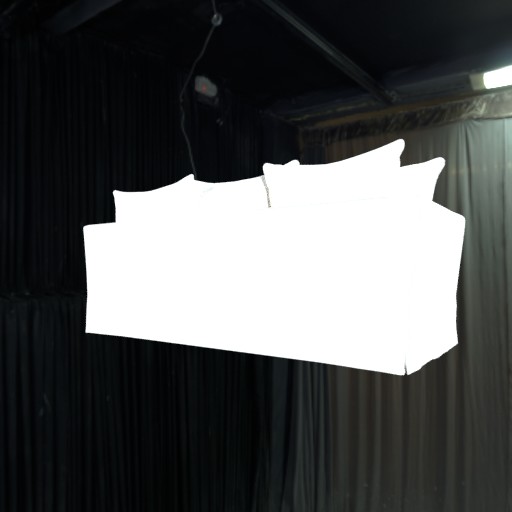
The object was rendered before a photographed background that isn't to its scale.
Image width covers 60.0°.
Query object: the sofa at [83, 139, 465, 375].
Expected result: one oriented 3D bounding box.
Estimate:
[{"bbox_3d":[0.000,0.000,2.823,2.290,1.034,1.031,-1,-2,35],"label":"sofa"}]
